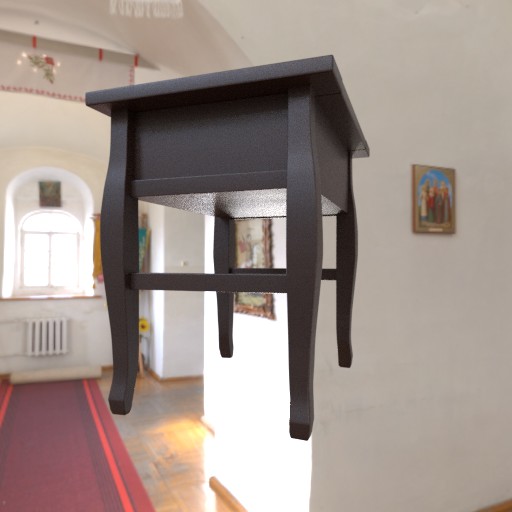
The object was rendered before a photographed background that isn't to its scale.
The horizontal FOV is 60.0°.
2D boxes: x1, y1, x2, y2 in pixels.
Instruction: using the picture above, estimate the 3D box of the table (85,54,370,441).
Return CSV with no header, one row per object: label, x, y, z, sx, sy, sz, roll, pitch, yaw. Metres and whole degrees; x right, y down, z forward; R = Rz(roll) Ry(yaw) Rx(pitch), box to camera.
table,0.000,0.000,1.026,0.460,0.605,0.602,0,0,19
